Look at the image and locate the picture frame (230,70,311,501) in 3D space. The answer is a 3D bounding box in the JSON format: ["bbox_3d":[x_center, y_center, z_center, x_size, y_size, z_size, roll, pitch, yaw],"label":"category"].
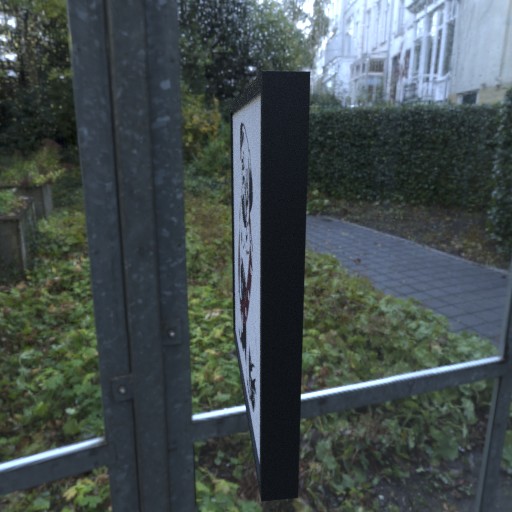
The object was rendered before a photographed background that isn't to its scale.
[{"bbox_3d":[0.000,0.000,0.463,0.030,0.317,0.317,-2,15,-7],"label":"picture frame"}]
